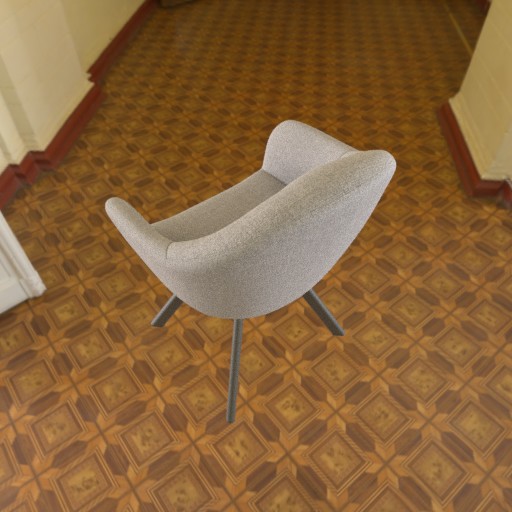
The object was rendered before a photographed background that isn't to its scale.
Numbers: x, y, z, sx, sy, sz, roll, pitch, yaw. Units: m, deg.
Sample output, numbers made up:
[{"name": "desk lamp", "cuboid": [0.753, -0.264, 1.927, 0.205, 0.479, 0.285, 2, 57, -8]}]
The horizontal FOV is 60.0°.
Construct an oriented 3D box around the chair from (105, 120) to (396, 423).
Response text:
[{"name": "chair", "cuboid": [0.000, 0.000, 1.194, 0.590, 0.795, 0.550, -31, 54, -26]}]
